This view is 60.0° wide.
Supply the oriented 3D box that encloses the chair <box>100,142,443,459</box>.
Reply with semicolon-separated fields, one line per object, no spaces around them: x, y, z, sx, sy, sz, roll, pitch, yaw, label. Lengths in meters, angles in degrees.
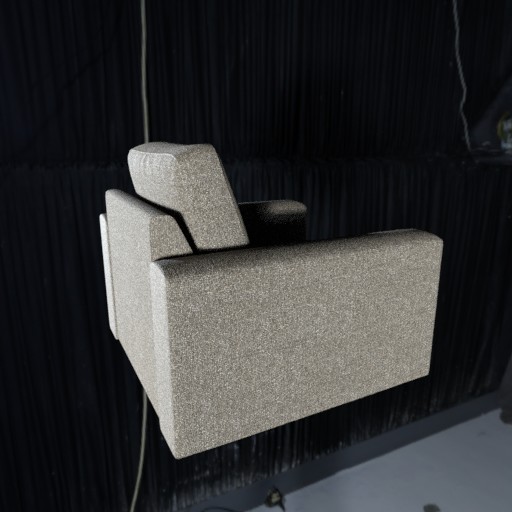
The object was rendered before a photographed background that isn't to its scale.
0.000;0.000;1.756;1.016;0.873;1.005;-8;17;-27;chair
